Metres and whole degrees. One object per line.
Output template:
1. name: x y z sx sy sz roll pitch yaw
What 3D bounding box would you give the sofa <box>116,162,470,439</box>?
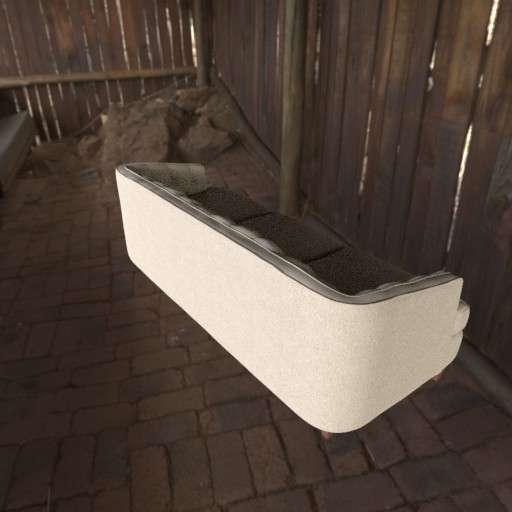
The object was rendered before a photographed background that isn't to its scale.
1. sofa: 0.000 0.000 2.656 0.913 0.788 2.235 -19 33 -32
